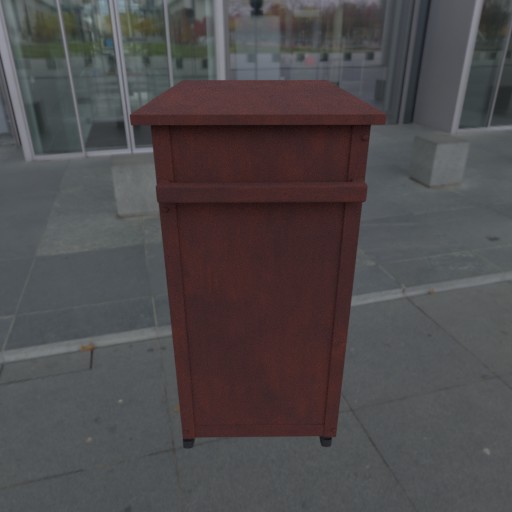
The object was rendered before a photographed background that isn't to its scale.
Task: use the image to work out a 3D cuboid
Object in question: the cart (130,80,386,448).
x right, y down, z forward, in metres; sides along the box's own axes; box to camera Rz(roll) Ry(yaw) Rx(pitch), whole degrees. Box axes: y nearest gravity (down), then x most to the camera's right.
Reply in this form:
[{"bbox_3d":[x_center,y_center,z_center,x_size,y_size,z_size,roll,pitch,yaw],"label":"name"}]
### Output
[{"bbox_3d":[0.000,0.000,1.243,0.442,0.864,0.683,0,26,-1],"label":"cart"}]
